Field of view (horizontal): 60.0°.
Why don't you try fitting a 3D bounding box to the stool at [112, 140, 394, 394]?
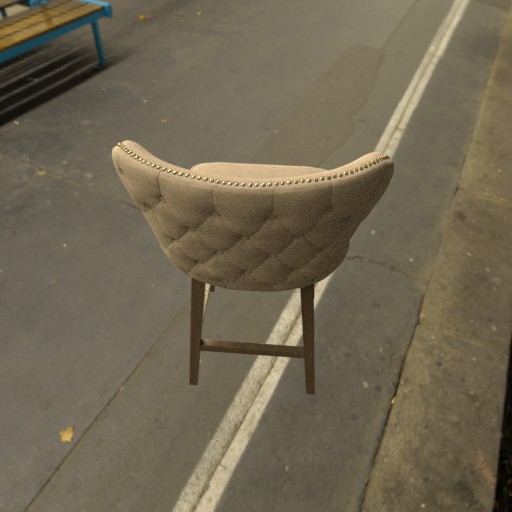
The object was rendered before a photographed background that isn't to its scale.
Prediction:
[{"bbox_3d":[0.000,0.000,1.362,0.615,0.972,0.597,3,46,3],"label":"stool"}]
